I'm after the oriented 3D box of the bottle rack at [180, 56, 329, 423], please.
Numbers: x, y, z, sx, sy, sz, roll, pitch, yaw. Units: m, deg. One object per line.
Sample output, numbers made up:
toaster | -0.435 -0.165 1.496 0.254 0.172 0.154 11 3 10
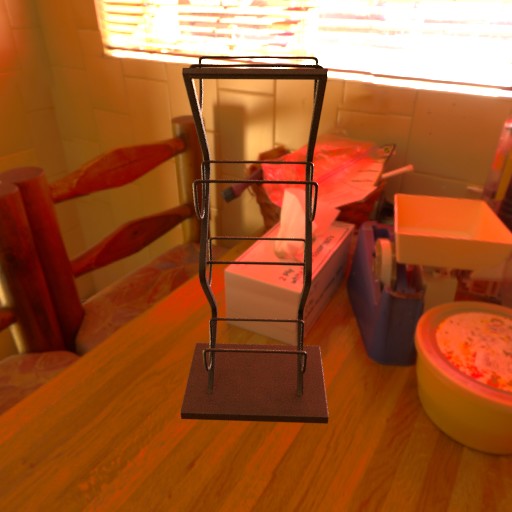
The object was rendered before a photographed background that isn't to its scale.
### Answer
bottle rack | 0.000 0.000 0.697 0.254 0.559 0.178 1 31 2
